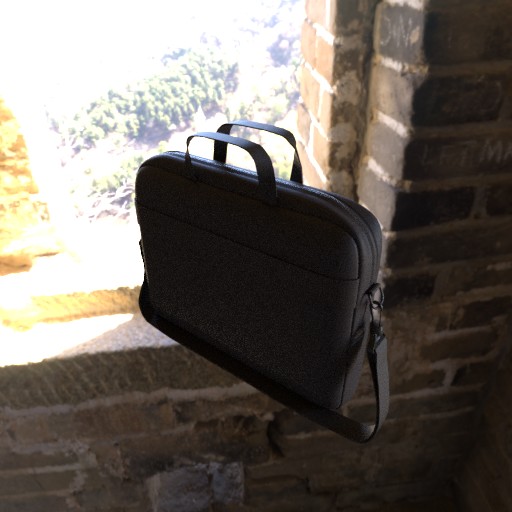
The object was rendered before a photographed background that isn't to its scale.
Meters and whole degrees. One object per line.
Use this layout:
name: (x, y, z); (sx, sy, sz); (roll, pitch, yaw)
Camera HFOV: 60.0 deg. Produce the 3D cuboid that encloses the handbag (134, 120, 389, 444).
handbag: (0.000, 0.000, 0.585); (0.429, 0.330, 0.126); (22, 37, 31)
